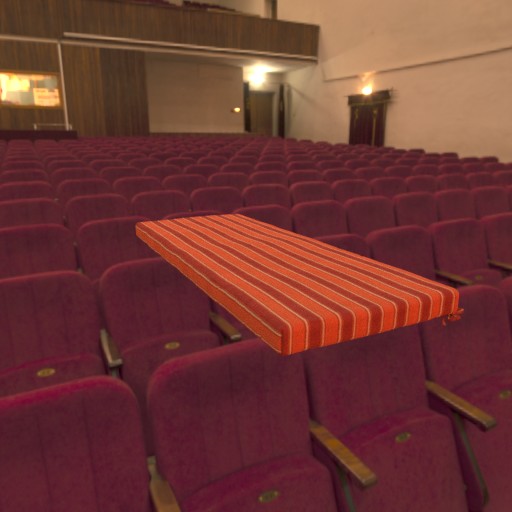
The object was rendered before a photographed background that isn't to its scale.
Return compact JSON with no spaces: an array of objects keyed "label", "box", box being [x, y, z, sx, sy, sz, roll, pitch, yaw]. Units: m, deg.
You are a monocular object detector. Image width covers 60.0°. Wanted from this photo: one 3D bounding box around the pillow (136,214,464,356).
[{"label":"pillow","box":[0.000,0.000,1.364,0.492,0.081,1.187,-7,16,-26]}]
